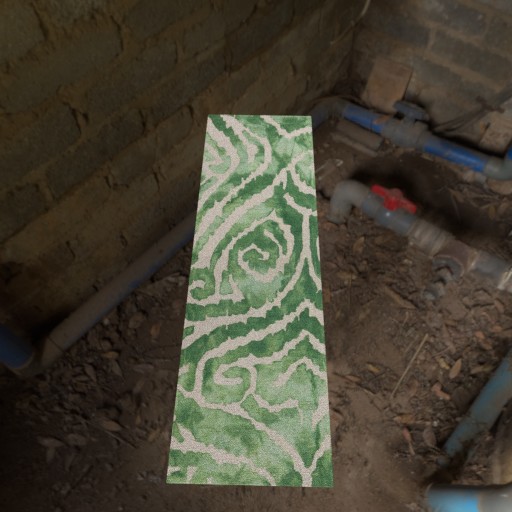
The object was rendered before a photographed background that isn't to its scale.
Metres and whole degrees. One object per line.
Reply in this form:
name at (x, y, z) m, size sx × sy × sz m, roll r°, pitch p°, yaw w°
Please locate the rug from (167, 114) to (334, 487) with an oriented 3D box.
rug at (0.000, 0.000, 2.648) m, size 0.761 × 0.006 × 2.438 m, roll 1°, pitch 59°, yaw 1°
